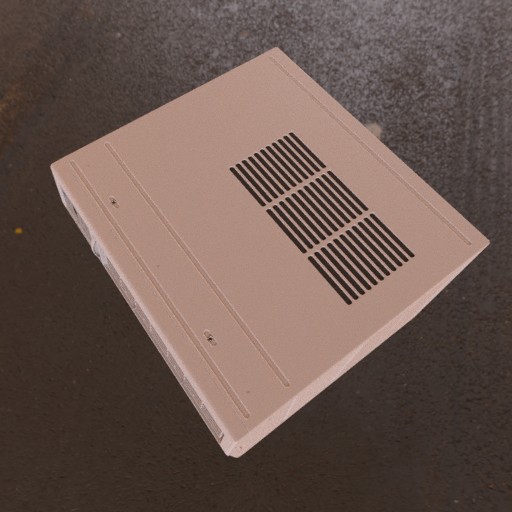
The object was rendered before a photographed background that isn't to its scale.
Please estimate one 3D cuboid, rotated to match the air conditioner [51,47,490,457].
[{"bbox_3d":[0.000,0.000,1.049,0.599,0.455,0.645,-34,69,-15],"label":"air conditioner"}]
